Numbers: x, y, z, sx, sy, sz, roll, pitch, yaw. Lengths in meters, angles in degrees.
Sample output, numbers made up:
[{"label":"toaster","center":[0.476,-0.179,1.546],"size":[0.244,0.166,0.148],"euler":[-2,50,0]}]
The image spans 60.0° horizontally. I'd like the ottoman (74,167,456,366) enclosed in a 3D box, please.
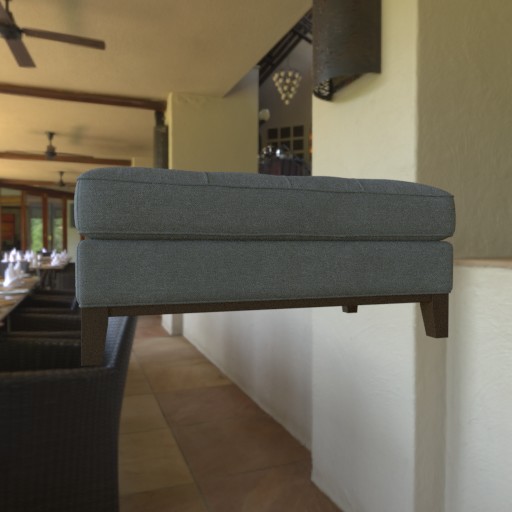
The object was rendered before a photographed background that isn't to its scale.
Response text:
[{"label":"ottoman","center":[0.000,0.000,1.520],"size":[1.143,0.514,0.648],"euler":[0,1,-18]}]
